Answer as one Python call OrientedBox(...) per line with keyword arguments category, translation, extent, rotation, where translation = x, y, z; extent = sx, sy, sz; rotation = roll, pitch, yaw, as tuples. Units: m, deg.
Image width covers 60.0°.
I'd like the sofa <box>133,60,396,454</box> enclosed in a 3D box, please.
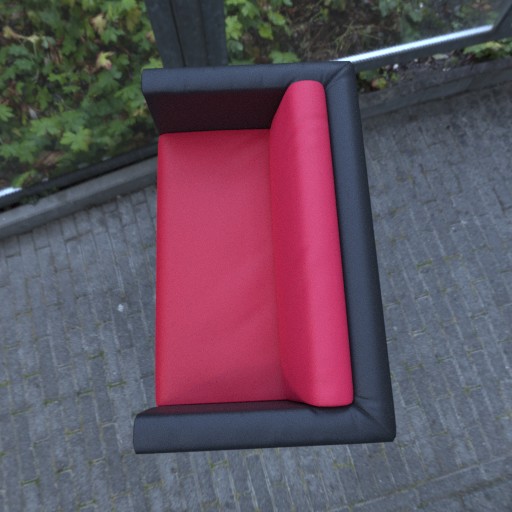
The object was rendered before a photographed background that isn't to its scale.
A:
OrientedBox(category="sofa", translation=(0.000, 0.000, 1.854), extent=(0.845, 0.735, 1.410), rotation=(-2, 76, -1))
